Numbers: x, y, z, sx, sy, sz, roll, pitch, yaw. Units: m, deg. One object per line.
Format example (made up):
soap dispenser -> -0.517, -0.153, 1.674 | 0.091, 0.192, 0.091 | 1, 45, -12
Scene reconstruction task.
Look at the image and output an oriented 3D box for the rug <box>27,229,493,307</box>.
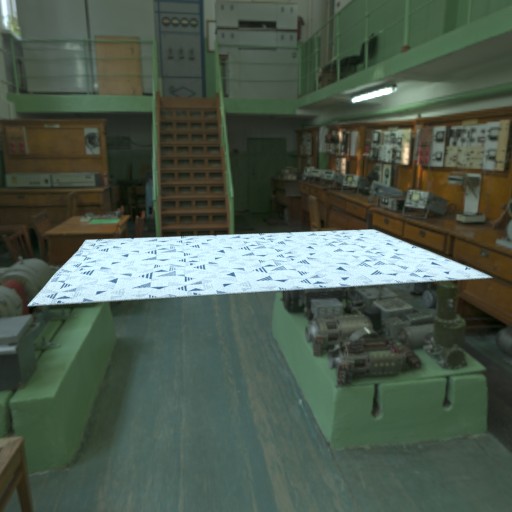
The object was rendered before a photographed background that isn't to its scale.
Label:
rug -> 0.000, 0.000, 2.999 | 2.457, 0.009, 1.512 | -3, 14, -10
